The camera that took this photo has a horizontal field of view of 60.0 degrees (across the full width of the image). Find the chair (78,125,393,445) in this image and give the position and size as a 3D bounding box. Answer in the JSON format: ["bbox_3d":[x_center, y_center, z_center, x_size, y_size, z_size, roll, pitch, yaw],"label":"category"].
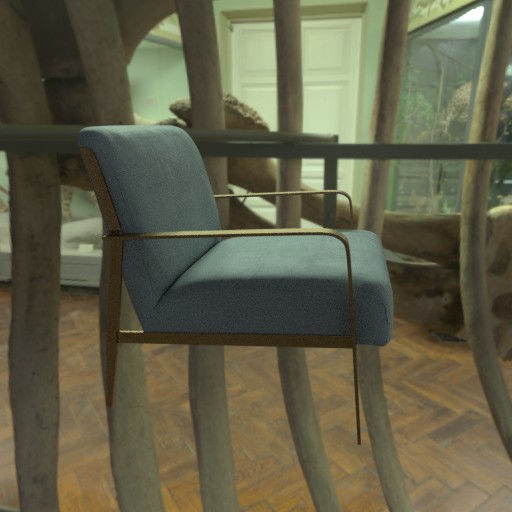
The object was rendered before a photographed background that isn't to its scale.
[{"bbox_3d":[0.000,0.000,1.456,0.842,0.824,0.701,4,17,12],"label":"chair"}]
